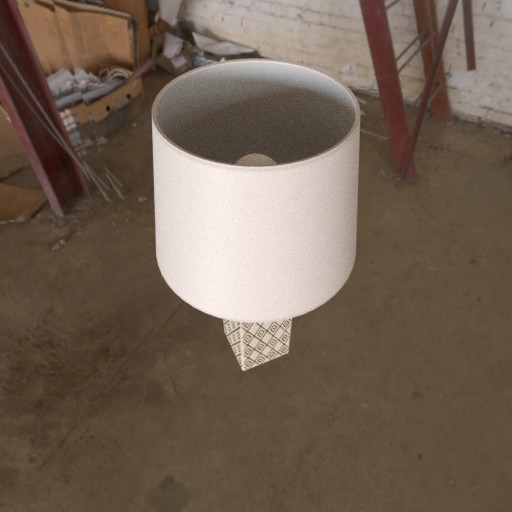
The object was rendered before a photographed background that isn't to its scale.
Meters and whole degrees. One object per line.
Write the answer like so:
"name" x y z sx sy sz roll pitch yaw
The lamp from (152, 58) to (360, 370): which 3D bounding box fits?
"lamp" 0.000 0.000 0.587 0.251 0.435 0.251 0 48 0
